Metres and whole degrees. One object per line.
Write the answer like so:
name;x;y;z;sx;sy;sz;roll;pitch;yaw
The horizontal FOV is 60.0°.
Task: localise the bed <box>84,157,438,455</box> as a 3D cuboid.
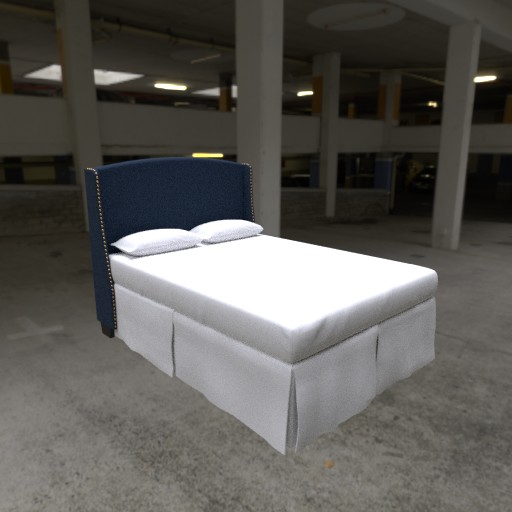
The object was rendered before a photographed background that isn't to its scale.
bed;0.000;0.000;3.294;1.604;1.402;2.223;-13;19;-42
